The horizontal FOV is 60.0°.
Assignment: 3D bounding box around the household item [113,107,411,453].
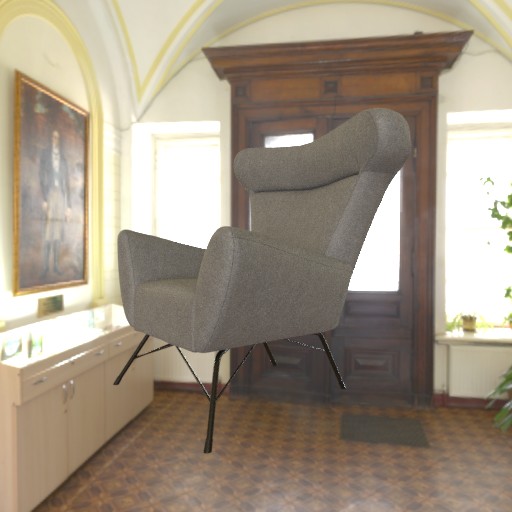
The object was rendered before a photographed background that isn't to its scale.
[{"bbox_3d":[0.000,0.000,1.760,0.900,1.050,0.980,-1,1,-36],"label":"household item"}]
